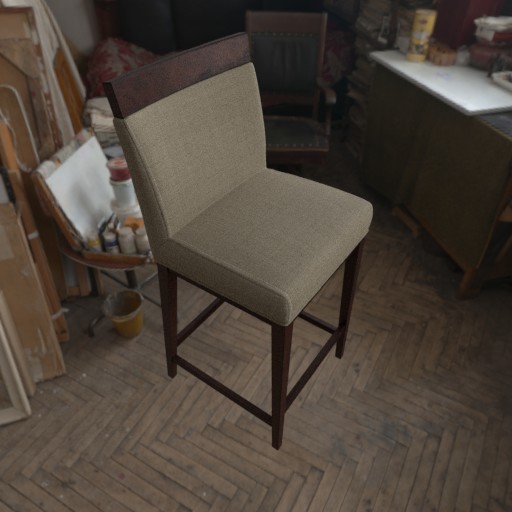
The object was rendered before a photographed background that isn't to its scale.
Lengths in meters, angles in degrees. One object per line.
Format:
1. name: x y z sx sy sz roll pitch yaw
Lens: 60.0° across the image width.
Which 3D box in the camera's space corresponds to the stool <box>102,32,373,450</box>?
1. stool: 0.000 0.000 1.242 0.480 1.011 0.463 25 47 26
